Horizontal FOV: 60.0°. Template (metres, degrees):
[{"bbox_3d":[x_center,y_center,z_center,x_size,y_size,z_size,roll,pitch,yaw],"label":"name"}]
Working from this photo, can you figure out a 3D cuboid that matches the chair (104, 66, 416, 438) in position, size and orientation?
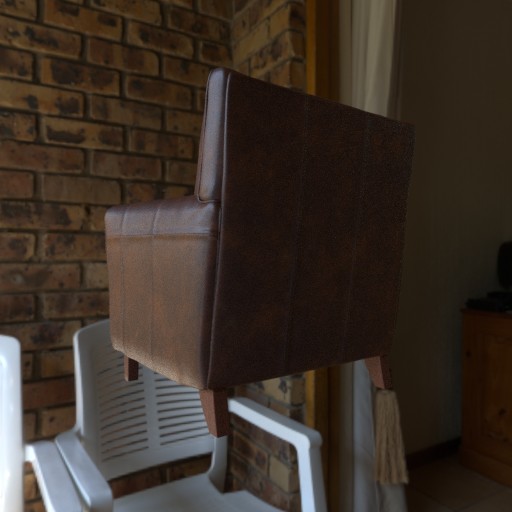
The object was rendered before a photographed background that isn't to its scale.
[{"bbox_3d":[0.000,0.000,1.622,0.870,0.943,0.823,0,0,-37],"label":"chair"}]
